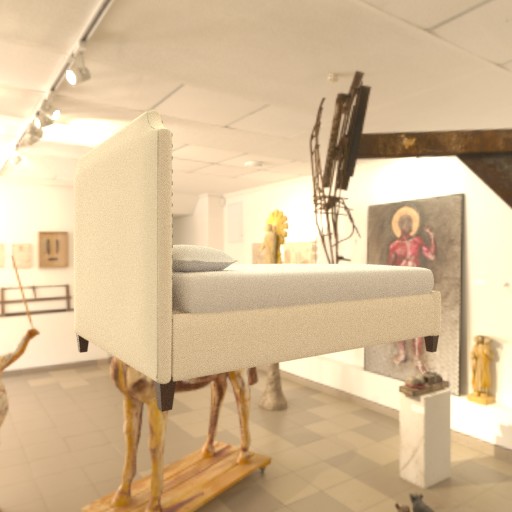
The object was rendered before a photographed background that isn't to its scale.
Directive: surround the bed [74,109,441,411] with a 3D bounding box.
[{"bbox_3d":[0.000,0.000,3.458,2.372,1.497,1.712,0,0,-35],"label":"bed"}]
